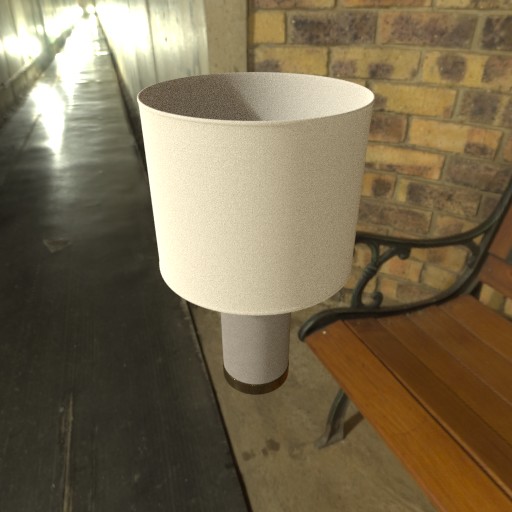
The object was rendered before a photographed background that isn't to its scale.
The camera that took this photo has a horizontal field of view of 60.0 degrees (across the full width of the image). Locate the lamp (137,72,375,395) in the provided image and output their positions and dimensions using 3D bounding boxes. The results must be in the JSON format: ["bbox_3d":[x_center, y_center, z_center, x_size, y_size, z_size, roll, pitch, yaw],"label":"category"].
[{"bbox_3d":[0.000,0.000,0.536,0.229,0.380,0.229,0,31,0],"label":"lamp"}]
